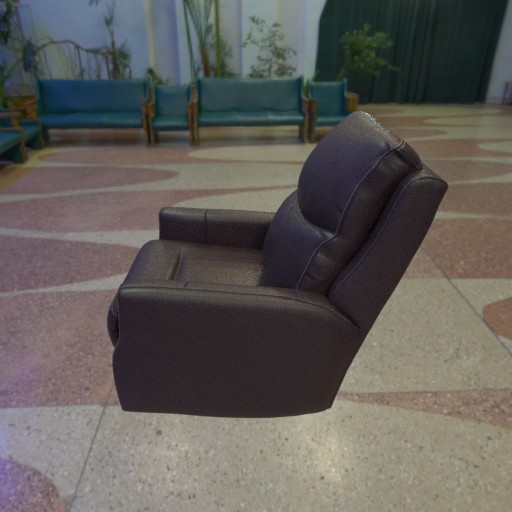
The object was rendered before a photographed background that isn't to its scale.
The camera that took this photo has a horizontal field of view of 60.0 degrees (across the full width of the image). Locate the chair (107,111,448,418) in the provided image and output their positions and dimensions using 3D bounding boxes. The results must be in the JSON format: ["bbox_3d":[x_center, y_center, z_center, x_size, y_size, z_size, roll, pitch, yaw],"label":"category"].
[{"bbox_3d":[0.000,0.000,1.729,1.080,1.030,0.829,0,27,0],"label":"chair"}]
